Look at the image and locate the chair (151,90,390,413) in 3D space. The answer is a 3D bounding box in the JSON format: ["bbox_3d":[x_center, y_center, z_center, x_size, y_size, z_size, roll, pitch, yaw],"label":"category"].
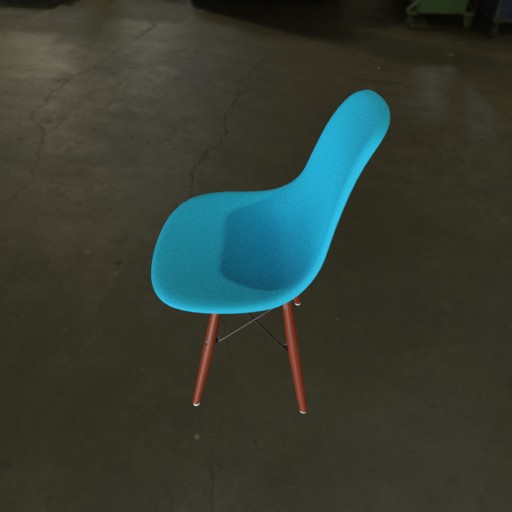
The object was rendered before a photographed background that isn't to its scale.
[{"bbox_3d":[0.000,0.000,1.175,0.533,0.826,0.470,0,42,0],"label":"chair"}]
